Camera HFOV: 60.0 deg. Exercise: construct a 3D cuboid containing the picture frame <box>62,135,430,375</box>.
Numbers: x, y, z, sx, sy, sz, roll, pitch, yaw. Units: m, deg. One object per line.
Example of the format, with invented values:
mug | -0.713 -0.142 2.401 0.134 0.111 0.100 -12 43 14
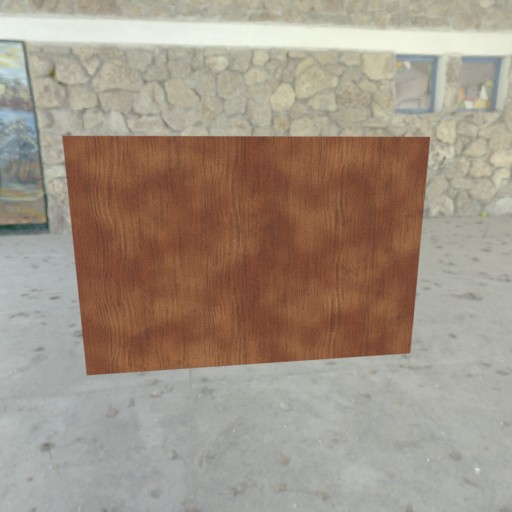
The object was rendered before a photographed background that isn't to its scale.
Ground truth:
picture frame | 0.000 0.000 1.228 0.950 0.640 0.029 -2 14 -8
